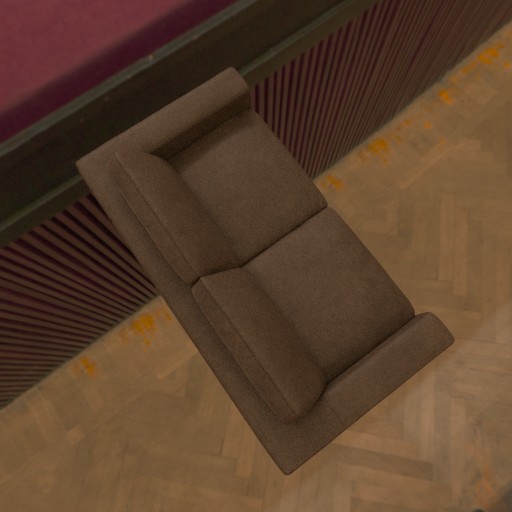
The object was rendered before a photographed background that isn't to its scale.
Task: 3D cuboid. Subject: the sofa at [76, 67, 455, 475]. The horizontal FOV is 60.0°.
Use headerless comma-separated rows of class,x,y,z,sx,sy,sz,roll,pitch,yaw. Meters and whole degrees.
sofa,0.000,0.000,2.421,1.070,0.800,1.920,-35,79,-8
